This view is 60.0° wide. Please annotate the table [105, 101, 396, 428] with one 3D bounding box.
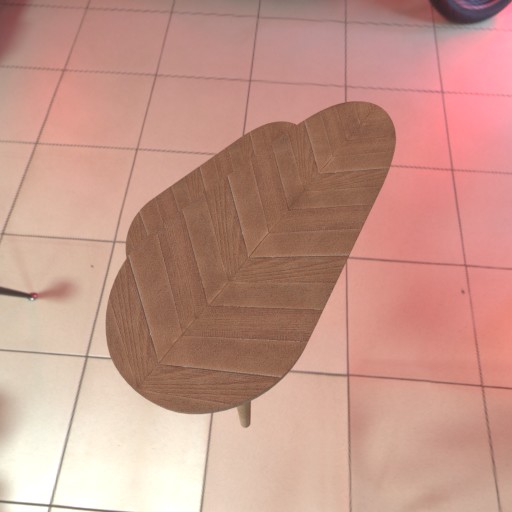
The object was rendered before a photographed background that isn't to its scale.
[{"bbox_3d":[0.000,0.000,1.599,0.701,0.595,1.190,34,69,15],"label":"table"}]
